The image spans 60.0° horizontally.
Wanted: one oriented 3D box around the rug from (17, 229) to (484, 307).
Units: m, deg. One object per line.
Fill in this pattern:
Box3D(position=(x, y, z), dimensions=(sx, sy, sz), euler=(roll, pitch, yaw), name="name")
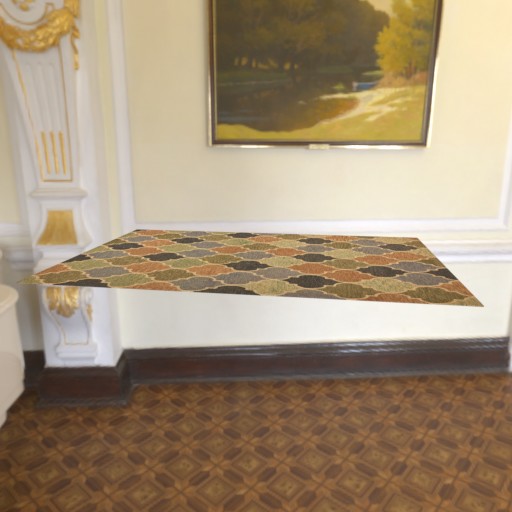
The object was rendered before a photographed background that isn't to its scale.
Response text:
Box3D(position=(0.000, 0.000, 2.865), dimensions=(2.284, 0.006, 1.521), euler=(2, 14, 9), name="rug")
